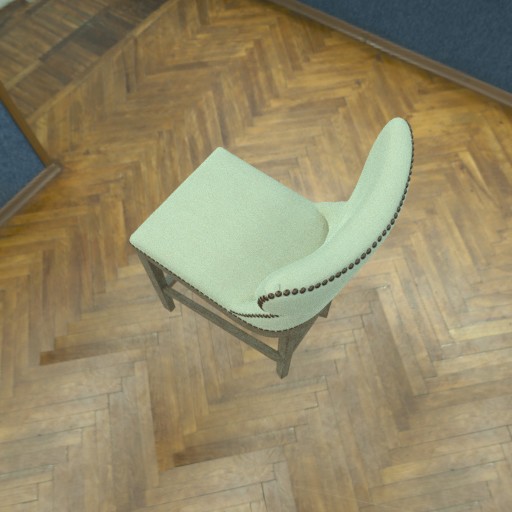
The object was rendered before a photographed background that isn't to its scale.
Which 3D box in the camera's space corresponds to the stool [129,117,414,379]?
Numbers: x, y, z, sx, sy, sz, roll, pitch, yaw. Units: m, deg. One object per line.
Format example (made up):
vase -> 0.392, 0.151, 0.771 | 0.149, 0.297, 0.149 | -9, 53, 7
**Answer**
stool -> 0.000, 0.000, 1.305 | 0.608, 0.981, 0.498 | 33, 68, 15
